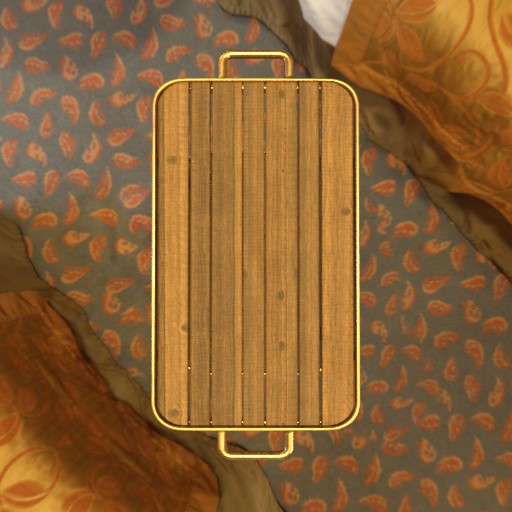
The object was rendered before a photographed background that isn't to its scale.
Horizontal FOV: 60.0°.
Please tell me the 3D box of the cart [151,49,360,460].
[{"bbox_3d":[0.000,0.000,1.215,0.524,0.700,0.806,0,89,0],"label":"cart"}]
